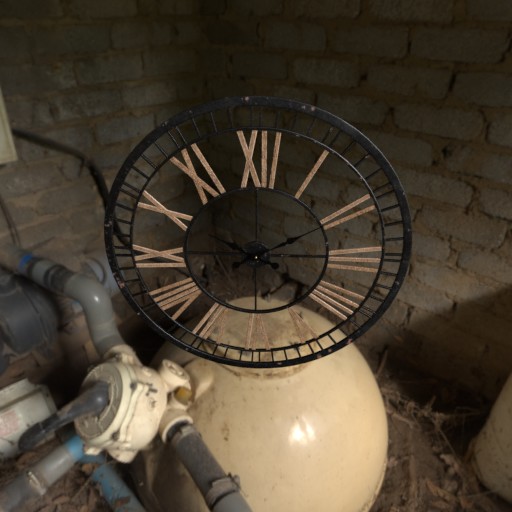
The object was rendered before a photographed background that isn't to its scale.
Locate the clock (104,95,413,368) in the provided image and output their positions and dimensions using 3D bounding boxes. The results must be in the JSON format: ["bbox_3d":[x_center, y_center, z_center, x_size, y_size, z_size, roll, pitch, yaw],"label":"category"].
[{"bbox_3d":[0.000,0.000,1.224,0.843,0.843,0.025,1,30,2],"label":"clock"}]
